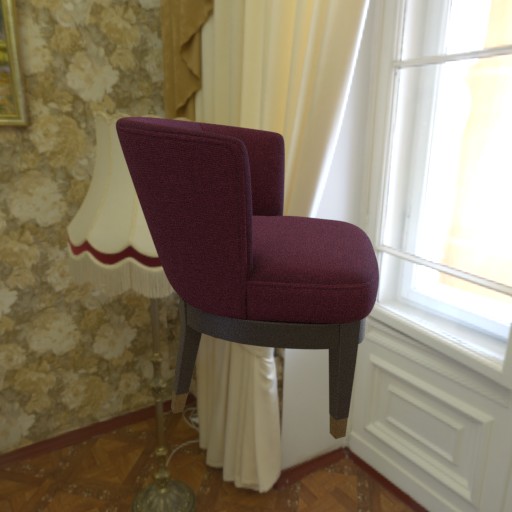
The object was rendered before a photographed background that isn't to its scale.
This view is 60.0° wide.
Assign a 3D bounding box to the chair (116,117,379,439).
[{"bbox_3d":[0.000,0.000,1.267,0.660,0.760,0.700,3,16,9],"label":"chair"}]
